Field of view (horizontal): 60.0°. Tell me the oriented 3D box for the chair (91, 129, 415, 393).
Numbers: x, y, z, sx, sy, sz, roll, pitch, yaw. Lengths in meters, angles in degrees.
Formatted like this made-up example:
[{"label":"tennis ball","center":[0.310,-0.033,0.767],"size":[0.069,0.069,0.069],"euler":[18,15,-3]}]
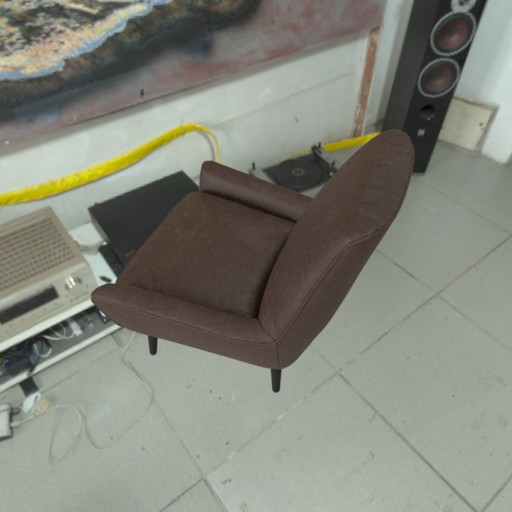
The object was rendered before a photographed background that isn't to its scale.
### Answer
[{"label":"chair","center":[0.000,0.000,1.520],"size":[0.824,0.888,0.787],"euler":[17,49,15]}]
